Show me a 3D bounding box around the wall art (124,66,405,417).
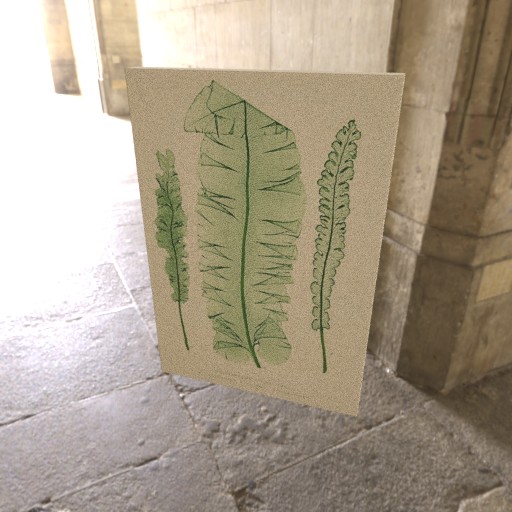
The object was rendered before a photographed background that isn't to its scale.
[{"bbox_3d":[0.000,0.000,0.786,0.418,0.608,0.038,8,28,16],"label":"wall art"}]
